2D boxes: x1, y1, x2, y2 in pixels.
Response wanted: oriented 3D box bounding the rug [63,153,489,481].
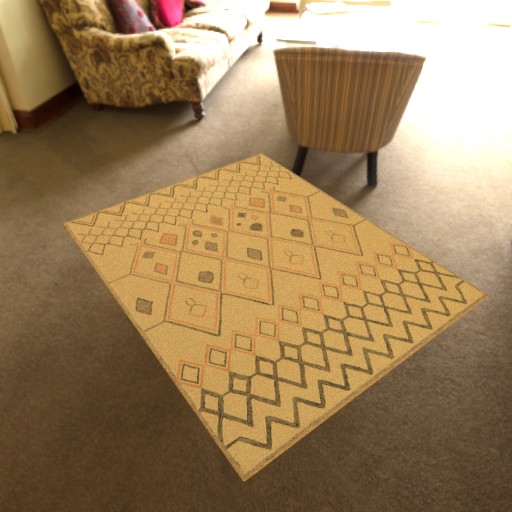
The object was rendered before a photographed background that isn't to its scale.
[{"bbox_3d":[0.000,0.000,3.963,2.441,0.016,3.050,-26,47,-27],"label":"rug"}]
